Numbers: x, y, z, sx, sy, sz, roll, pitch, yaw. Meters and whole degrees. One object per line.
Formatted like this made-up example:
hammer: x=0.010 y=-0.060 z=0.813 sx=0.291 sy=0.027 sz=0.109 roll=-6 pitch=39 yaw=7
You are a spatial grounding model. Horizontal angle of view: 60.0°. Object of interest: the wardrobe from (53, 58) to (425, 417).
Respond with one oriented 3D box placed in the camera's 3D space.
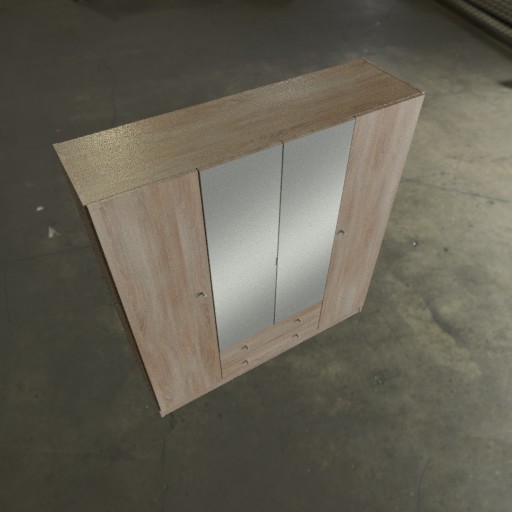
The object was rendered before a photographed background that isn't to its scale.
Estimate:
wardrobe: x=0.000 y=0.000 z=3.163 sx=1.998 sy=2.159 sz=0.598 roll=-23 pitch=51 yaw=-20
